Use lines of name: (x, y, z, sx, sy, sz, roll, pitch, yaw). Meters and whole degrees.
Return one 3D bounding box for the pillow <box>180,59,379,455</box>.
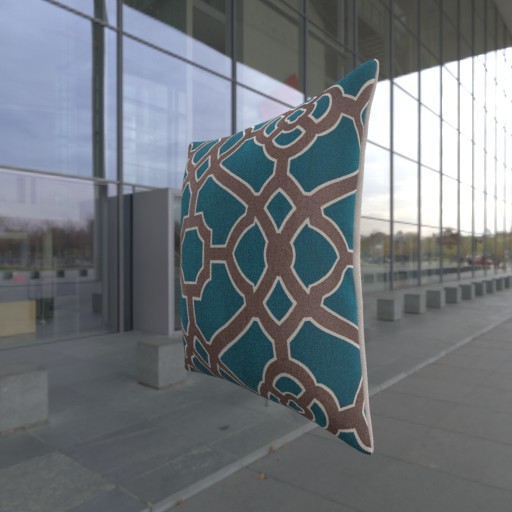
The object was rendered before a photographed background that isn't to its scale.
pillow: (0.000, 0.000, 0.779, 0.166, 0.507, 0.526, 0, 0, -35)
